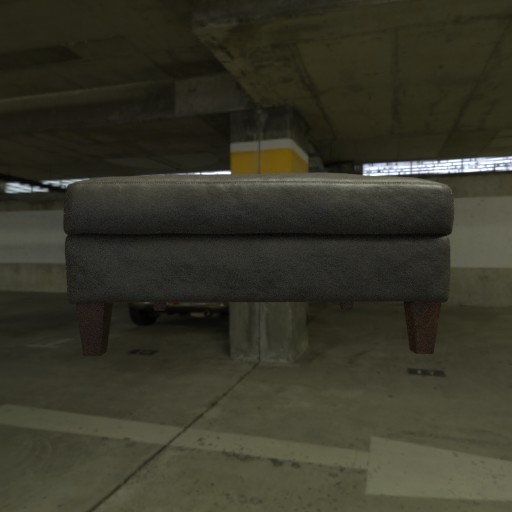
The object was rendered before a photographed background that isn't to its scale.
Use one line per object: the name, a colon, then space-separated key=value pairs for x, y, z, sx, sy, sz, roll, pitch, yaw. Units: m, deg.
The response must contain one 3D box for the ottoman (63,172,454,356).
ottoman: x=0.000 y=0.000 z=1.319 sx=0.836 sy=0.415 sz=0.844 roll=0 pitch=0 yaw=-1
